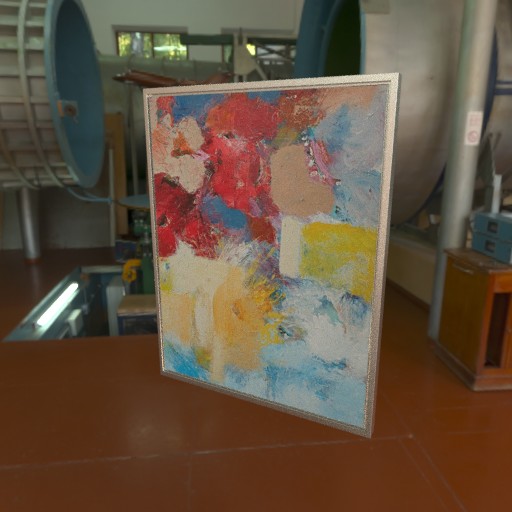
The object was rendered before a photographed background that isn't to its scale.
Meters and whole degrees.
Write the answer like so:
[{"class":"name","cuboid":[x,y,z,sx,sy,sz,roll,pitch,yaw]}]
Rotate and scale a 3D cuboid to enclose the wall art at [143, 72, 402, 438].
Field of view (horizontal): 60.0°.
[{"class":"wall art","cuboid":[0.000,0.000,0.776,0.444,0.569,0.025,8,17,27]}]
